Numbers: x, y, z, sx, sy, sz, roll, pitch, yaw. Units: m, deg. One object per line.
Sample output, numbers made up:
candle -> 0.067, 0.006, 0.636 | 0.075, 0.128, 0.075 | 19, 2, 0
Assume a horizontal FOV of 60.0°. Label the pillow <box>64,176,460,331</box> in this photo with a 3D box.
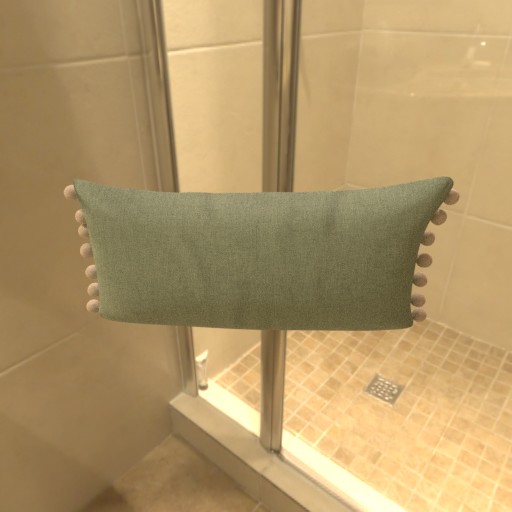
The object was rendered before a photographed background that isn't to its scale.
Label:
pillow -> 0.000, 0.000, 0.836 | 0.709, 0.322, 0.201 | 1, 30, 2
